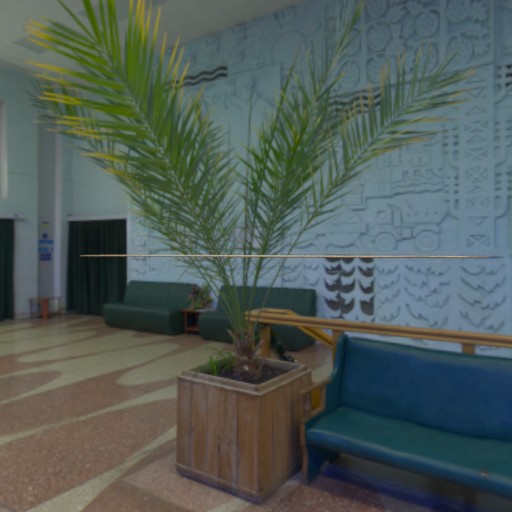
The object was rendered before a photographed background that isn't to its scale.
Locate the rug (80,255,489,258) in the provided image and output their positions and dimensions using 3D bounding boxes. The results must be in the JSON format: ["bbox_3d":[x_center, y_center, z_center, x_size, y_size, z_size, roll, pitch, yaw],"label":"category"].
[{"bbox_3d":[0.000,0.000,2.703,2.444,0.010,0.799,0,0,35],"label":"rug"}]
